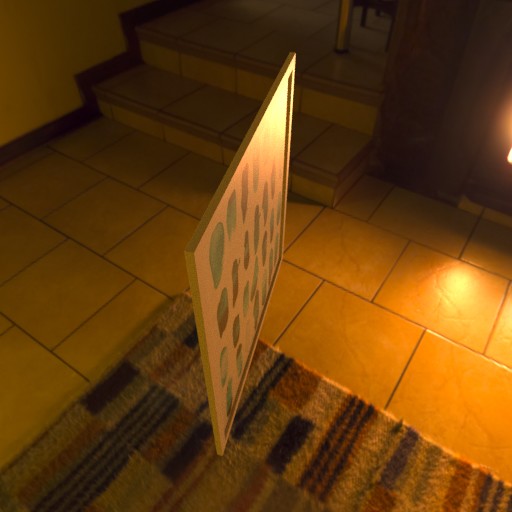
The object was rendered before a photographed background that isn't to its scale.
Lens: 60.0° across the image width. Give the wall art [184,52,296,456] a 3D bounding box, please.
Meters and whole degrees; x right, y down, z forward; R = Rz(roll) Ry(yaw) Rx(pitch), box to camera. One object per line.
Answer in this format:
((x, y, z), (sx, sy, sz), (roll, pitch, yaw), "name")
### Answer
((0.000, 0.000, 0.699), (0.009, 0.457, 0.456), (11, 46, 10), "wall art")
